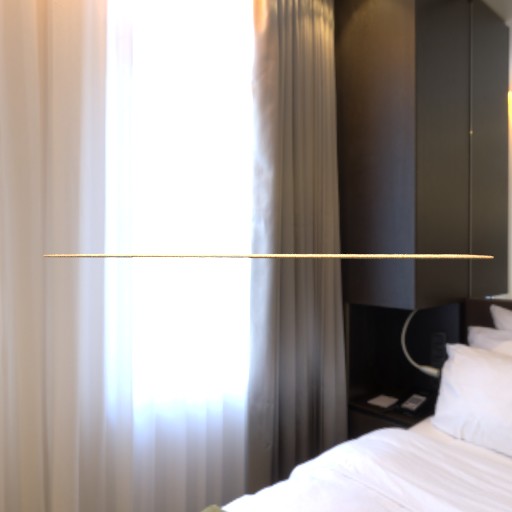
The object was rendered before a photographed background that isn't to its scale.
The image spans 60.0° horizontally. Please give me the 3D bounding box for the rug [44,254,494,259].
[{"bbox_3d":[0.000,0.000,2.701,2.452,0.017,0.855,0,1,19],"label":"rug"}]
